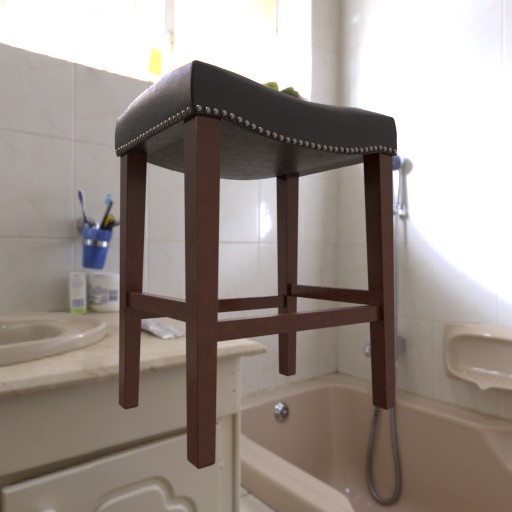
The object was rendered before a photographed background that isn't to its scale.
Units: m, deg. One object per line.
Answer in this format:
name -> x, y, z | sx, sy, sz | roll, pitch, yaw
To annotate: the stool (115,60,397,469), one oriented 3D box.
stool -> 0.000, 0.000, 0.962 | 0.504, 0.654, 0.372 | 0, 0, -36
